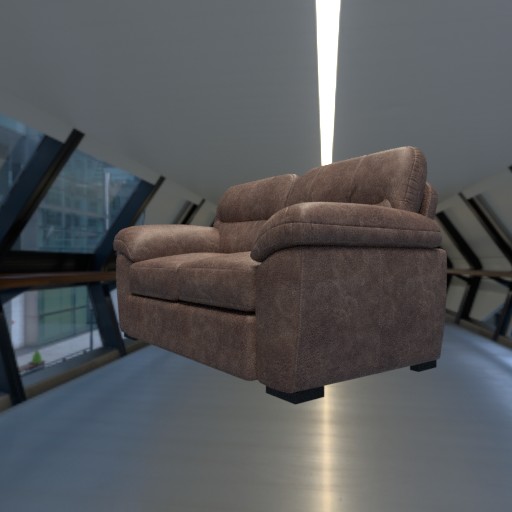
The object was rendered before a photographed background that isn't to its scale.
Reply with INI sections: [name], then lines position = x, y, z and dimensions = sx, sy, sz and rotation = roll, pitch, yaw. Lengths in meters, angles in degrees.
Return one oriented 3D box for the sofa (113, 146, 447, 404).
[sofa]
position = 0.000, 0.000, 2.366
dimensions = 0.991, 0.991, 1.753
rotation = 0, 0, -37
